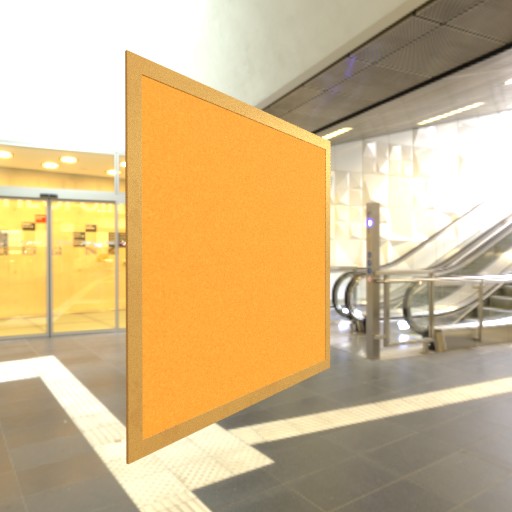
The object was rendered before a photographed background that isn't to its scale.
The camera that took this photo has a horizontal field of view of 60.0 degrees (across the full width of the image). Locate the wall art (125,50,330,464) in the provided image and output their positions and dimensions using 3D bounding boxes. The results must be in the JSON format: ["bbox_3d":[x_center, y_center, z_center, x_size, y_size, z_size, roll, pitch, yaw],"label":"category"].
[{"bbox_3d":[0.000,0.000,1.622,0.025,1.067,1.168,0,1,36],"label":"wall art"}]
